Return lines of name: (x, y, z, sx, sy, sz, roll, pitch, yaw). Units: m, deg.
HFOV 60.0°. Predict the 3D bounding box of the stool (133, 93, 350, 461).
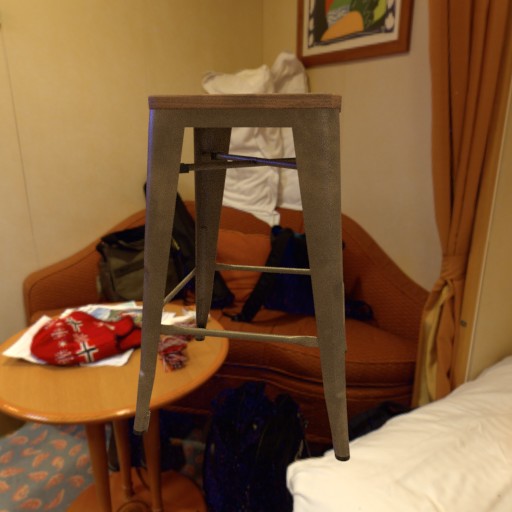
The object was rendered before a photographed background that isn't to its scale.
stool: (0.000, 0.000, 0.909, 0.407, 0.607, 0.407, 3, 17, 10)
